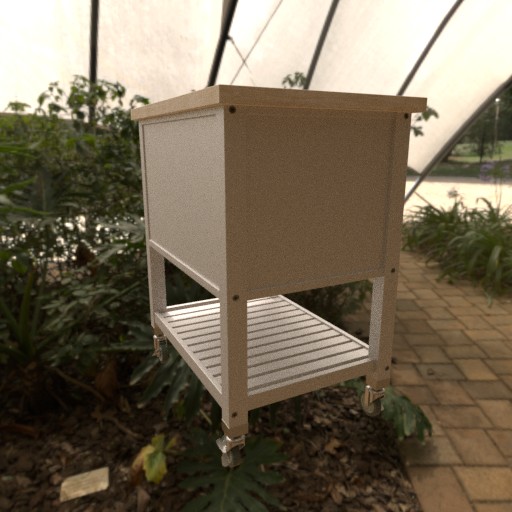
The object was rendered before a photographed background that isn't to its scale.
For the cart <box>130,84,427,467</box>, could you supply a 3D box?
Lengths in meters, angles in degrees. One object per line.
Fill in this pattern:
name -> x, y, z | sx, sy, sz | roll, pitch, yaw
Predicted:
cart -> 0.000, 0.000, 1.409 | 0.559, 0.914, 0.762 | -7, 16, -27
